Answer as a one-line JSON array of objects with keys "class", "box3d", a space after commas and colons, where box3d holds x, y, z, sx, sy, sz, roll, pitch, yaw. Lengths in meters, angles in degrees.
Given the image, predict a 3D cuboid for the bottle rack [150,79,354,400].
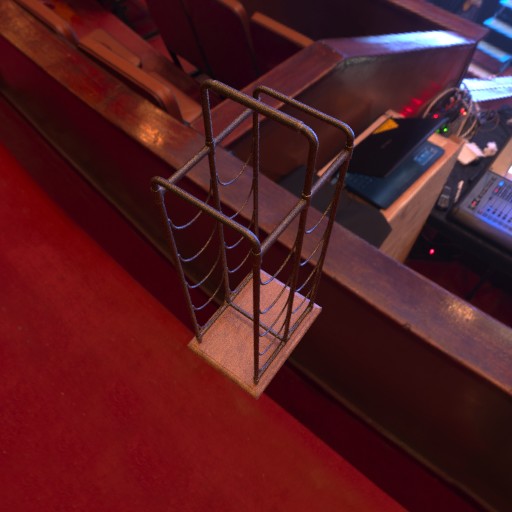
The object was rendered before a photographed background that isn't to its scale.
[{"class": "bottle rack", "box3d": [0.000, 0.000, 0.807, 0.208, 0.680, 0.276, 32, 63, 18]}]
